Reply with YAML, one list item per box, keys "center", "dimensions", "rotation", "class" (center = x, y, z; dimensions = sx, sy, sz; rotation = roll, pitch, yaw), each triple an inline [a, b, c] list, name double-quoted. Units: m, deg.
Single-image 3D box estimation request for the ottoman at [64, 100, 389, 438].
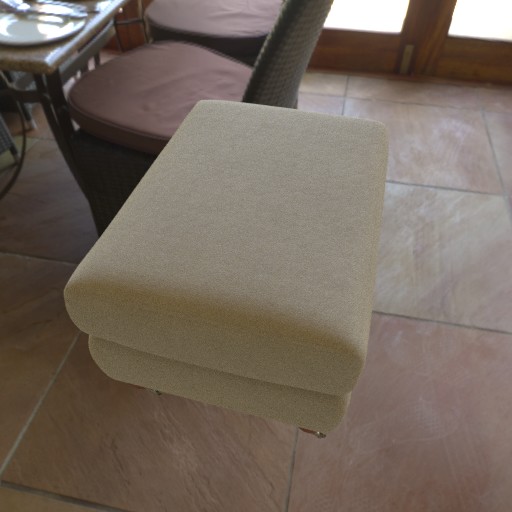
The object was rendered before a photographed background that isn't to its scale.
- center: [0.000, 0.000, 1.146]
  dimensions: [0.569, 0.504, 0.773]
  rotation: [11, 48, 10]
  class: "ottoman"
